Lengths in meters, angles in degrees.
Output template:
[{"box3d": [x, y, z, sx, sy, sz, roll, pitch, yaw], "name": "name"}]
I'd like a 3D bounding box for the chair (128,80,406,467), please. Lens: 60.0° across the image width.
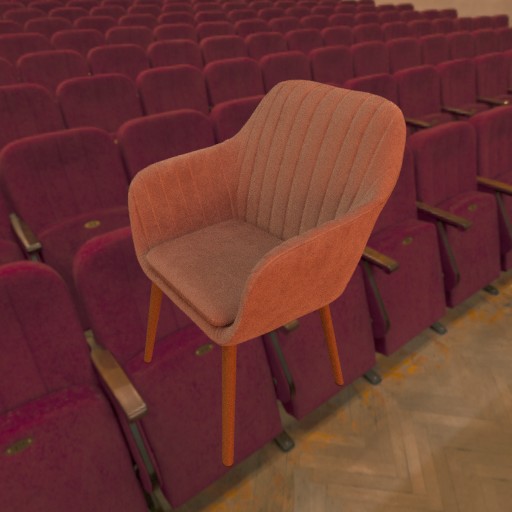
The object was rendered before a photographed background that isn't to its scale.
[{"box3d": [0.000, 0.000, 1.233, 0.570, 0.832, 0.610, -22, 38, -32], "name": "chair"}]
